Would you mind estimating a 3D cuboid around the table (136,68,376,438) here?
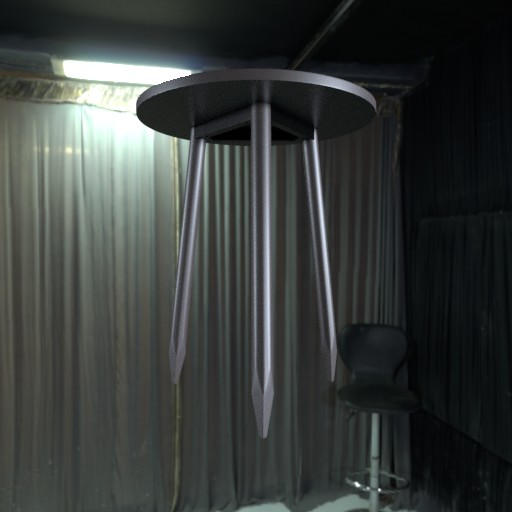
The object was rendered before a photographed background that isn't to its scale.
[{"bbox_3d":[0.000,0.000,0.885,0.457,0.585,0.457,0,2,0],"label":"table"}]
